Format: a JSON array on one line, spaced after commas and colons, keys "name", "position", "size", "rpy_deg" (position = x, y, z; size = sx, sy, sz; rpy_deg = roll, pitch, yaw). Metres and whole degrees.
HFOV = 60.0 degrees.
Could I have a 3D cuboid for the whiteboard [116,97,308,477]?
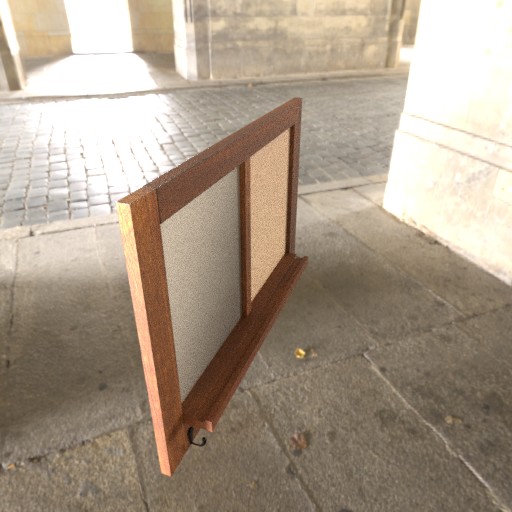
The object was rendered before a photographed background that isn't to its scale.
[{"name": "whiteboard", "position": [0.000, 0.000, 1.013], "size": [0.083, 0.559, 0.783], "rpy_deg": [11, 32, 18]}]
